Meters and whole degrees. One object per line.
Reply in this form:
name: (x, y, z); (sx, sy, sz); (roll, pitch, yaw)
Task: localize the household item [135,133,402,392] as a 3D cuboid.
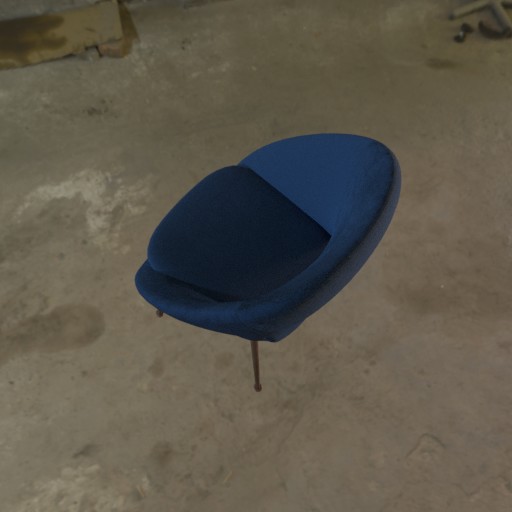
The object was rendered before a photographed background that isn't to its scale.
household item: (0.000, 0.000, 1.264); (0.573, 0.852, 0.623); (33, 68, 15)
